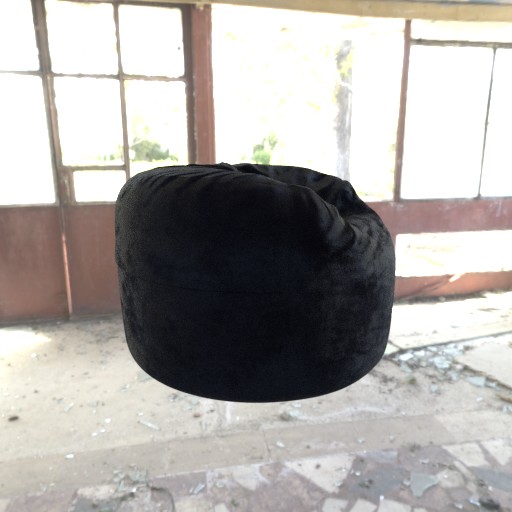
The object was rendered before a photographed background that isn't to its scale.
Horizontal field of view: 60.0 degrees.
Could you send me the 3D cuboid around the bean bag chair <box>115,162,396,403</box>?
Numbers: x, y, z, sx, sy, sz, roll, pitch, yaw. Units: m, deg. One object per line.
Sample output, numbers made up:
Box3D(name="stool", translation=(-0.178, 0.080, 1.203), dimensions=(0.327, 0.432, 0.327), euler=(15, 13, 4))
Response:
Box3D(name="bean bag chair", translation=(0.000, 0.000, 1.510), dimensions=(0.918, 0.616, 0.918), euler=(0, 14, 0))
